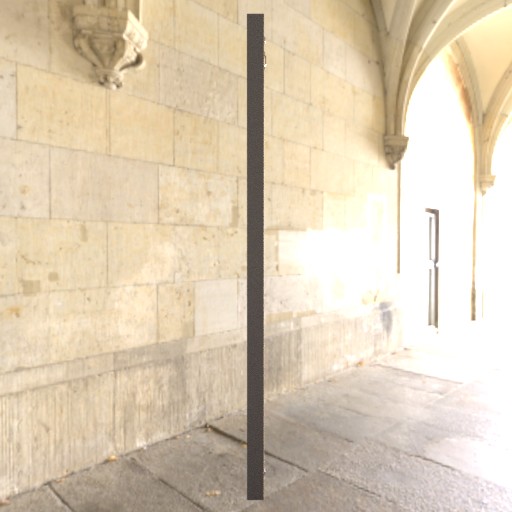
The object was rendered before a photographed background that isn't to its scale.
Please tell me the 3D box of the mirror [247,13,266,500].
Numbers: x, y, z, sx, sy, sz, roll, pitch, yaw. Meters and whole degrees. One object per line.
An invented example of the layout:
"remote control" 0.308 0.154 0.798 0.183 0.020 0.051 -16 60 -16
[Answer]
"mirror" 0.000 0.000 1.306 0.040 1.016 0.762 0 1 0
